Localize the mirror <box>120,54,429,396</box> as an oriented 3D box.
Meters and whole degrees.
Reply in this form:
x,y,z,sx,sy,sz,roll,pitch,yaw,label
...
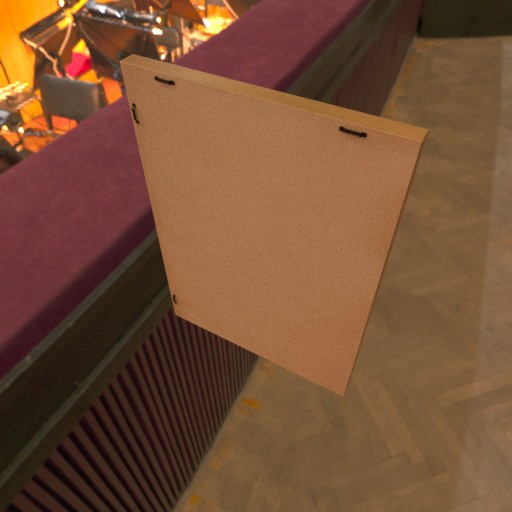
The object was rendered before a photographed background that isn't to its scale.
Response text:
x,y,z,sx,sy,sz,roll,pitch,yaw,label
0.000,0.000,0.921,0.507,0.710,0.039,22,50,20,mirror
